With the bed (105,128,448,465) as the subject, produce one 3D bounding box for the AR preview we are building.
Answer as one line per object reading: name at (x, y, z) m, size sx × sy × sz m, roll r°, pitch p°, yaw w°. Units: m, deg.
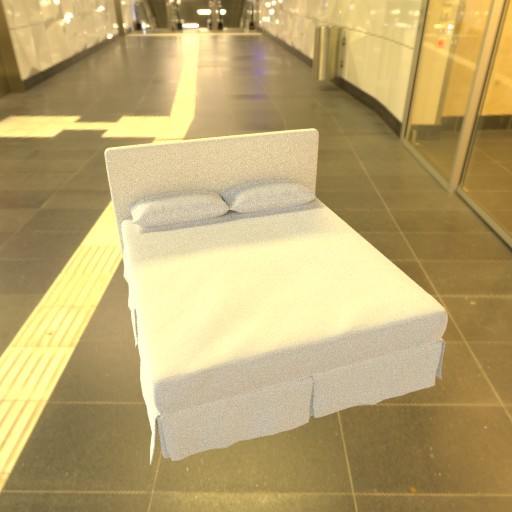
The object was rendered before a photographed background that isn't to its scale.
bed at (0.000, 0.000, 3.546) m, size 2.119 × 1.317 × 2.341 m, roll -10°, pitch 32°, yaw -16°
